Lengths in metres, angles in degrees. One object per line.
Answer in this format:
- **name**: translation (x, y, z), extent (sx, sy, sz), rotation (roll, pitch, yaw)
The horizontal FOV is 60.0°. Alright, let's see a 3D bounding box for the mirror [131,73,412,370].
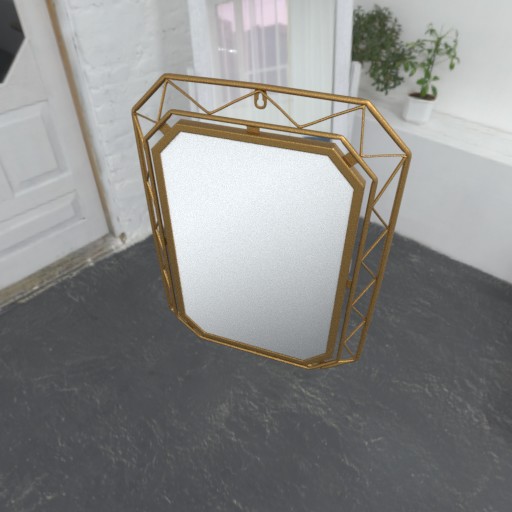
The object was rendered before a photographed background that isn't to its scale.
- **mirror**: translation (0.000, 0.000, 0.747), extent (0.417, 0.566, 0.042), rotation (13, 43, 14)
